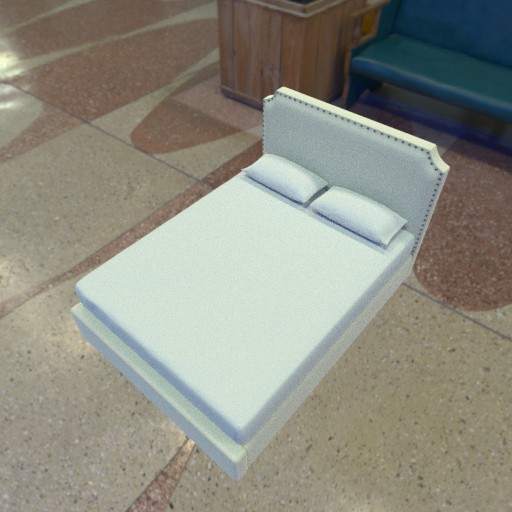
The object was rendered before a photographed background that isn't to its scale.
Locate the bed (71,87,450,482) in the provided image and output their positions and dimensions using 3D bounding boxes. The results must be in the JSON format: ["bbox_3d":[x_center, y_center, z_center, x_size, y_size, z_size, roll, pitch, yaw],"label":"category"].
[{"bbox_3d":[0.000,0.000,3.374,1.703,1.415,2.329,32,54,27],"label":"bed"}]
